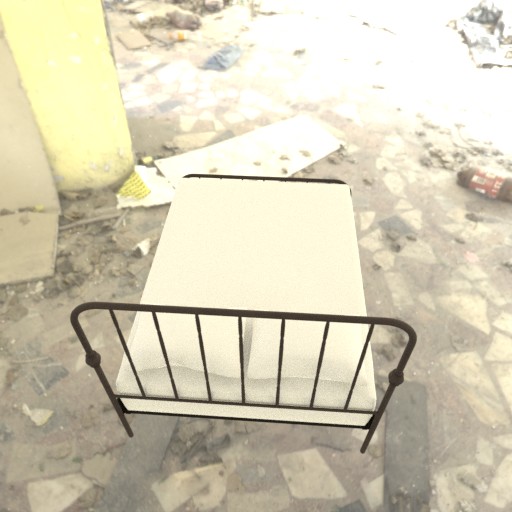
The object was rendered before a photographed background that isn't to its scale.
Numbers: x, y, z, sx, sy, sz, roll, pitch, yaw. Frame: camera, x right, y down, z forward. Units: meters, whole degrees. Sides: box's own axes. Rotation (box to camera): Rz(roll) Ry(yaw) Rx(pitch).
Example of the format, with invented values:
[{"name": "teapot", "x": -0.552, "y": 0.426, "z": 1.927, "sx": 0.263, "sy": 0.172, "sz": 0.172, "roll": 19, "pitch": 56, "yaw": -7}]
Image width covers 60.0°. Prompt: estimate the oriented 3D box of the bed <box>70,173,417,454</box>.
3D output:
[{"name": "bed", "x": 0.000, "y": 0.000, "z": 3.132, "sx": 1.616, "sy": 1.446, "sz": 2.134, "roll": 3, "pitch": 46, "yaw": 3}]
